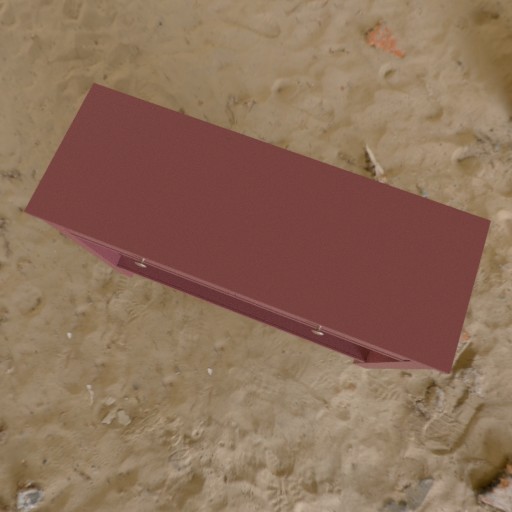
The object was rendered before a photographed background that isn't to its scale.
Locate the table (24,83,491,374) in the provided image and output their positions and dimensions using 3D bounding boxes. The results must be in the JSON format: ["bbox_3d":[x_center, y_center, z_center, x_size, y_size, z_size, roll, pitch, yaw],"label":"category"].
[{"bbox_3d":[0.000,0.000,1.439,1.068,0.753,0.397,20,77,5],"label":"table"}]
